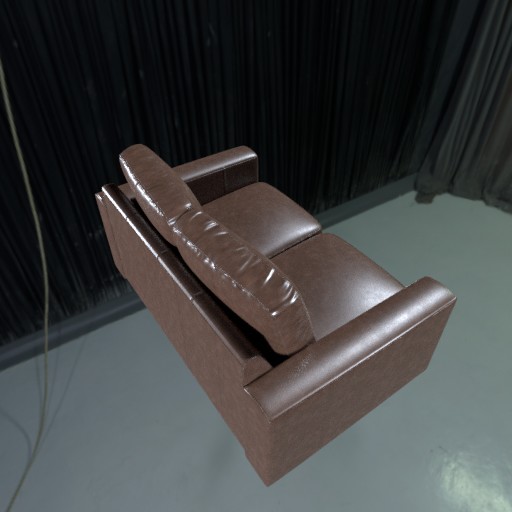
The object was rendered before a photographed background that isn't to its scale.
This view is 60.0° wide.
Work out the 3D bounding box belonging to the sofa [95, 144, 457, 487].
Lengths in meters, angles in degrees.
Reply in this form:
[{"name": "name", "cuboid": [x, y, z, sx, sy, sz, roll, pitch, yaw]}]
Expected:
[{"name": "sofa", "cuboid": [0.000, 0.000, 2.208, 1.016, 0.873, 1.616, -25, 47, -25]}]
